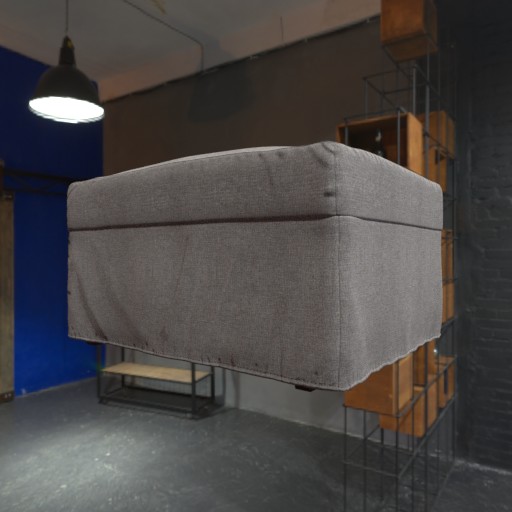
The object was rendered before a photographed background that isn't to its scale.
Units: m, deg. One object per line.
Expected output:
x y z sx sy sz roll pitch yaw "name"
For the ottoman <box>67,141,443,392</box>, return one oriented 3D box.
0.000 0.000 1.221 0.833 0.492 0.652 0 1 37 "ottoman"
